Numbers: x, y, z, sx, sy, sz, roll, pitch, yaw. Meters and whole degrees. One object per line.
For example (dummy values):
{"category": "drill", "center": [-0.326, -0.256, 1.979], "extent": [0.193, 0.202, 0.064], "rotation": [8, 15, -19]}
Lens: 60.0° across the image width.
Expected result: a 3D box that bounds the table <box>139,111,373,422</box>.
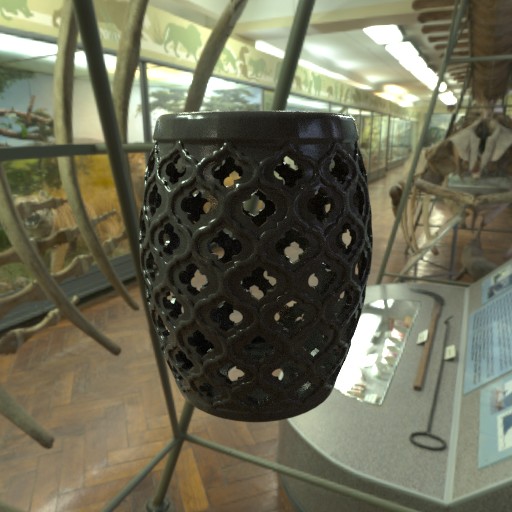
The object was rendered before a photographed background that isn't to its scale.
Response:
{"category": "table", "center": [0.000, 0.000, 0.643], "extent": [0.325, 0.388, 0.325], "rotation": [0, 15, 0]}
